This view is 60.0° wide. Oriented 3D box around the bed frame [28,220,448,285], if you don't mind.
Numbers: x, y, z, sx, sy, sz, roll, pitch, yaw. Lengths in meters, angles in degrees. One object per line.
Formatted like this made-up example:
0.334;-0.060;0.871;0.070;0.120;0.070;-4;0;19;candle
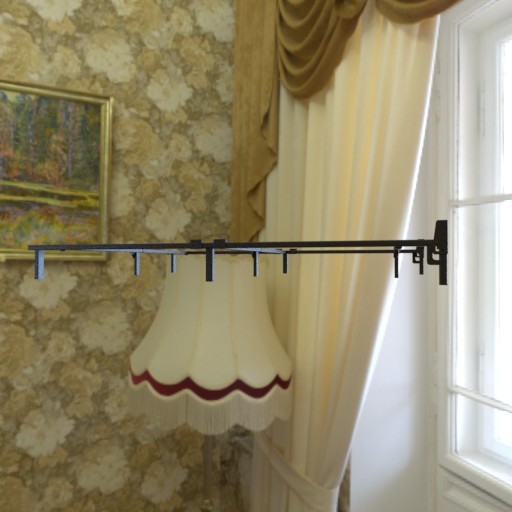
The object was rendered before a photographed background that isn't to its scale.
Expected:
0.000;0.000;2.685;1.990;0.248;1.498;0;-1;17;bed frame
